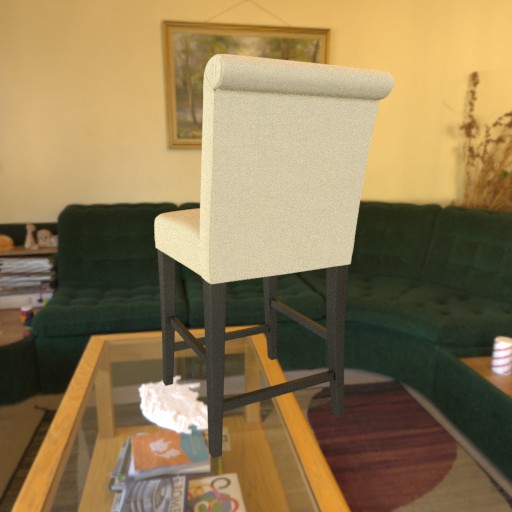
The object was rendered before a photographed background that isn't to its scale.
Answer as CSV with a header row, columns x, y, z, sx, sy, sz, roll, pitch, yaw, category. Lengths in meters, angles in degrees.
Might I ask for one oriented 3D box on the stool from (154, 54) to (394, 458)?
x,y,z,sx,sy,sz,roll,pitch,yaw,category
0.000,0.000,1.305,0.452,0.976,0.597,-7,15,-27,stool
